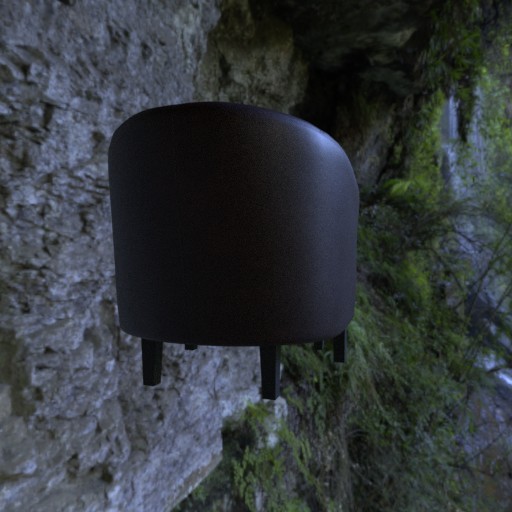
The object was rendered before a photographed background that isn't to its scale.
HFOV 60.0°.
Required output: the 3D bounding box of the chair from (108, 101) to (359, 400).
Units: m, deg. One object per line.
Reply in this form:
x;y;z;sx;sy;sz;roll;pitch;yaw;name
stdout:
0.000;0.000;1.615;0.737;0.755;1.176;0;0;19;chair
